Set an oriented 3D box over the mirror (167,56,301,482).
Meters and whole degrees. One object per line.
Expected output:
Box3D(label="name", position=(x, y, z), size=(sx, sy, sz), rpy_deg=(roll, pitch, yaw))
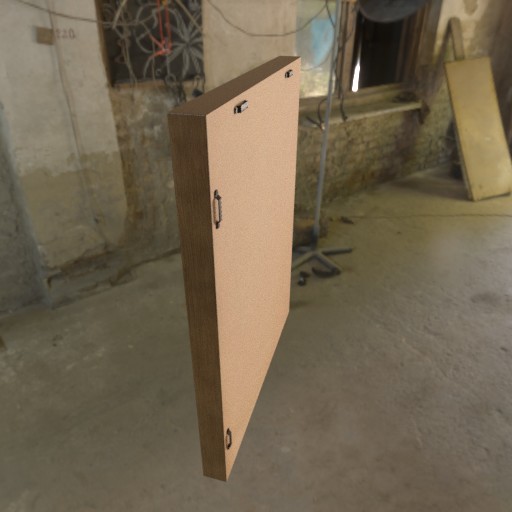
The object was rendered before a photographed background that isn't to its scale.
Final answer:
Box3D(label="mirror", position=(0.000, 0.000, 0.668), size=(0.041, 0.509, 0.406), rpy_deg=(8, 32, 14))
